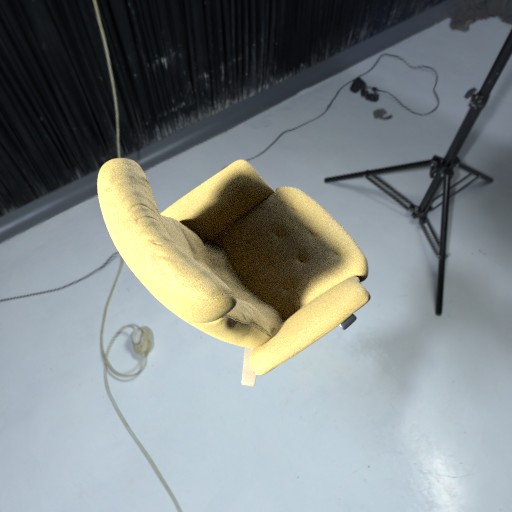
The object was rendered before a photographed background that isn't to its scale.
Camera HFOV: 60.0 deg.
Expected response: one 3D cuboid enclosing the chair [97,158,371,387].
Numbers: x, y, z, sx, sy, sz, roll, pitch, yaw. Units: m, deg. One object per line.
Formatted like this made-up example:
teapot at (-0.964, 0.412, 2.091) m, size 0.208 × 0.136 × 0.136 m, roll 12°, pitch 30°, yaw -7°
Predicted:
chair at (0.000, 0.000, 1.602) m, size 0.837 × 0.995 × 0.785 m, roll -31°, pitch 64°, yaw -17°
